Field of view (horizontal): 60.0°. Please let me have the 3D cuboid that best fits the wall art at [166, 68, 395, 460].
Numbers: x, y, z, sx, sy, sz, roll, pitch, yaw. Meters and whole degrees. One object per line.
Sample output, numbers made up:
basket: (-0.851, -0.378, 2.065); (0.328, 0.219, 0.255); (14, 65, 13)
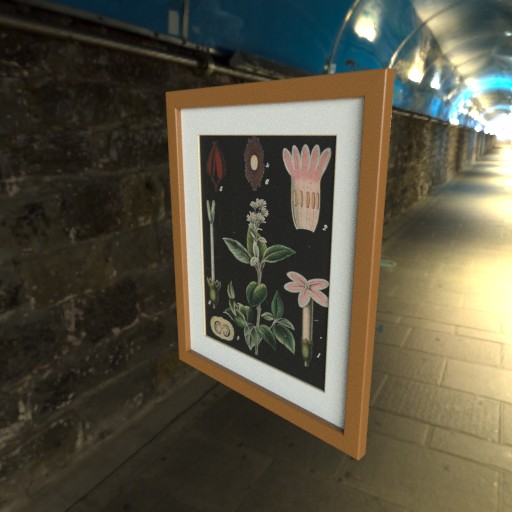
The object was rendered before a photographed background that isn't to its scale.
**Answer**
wall art: (0.000, 0.000, 0.752); (0.449, 0.550, 0.021); (14, 21, 42)
